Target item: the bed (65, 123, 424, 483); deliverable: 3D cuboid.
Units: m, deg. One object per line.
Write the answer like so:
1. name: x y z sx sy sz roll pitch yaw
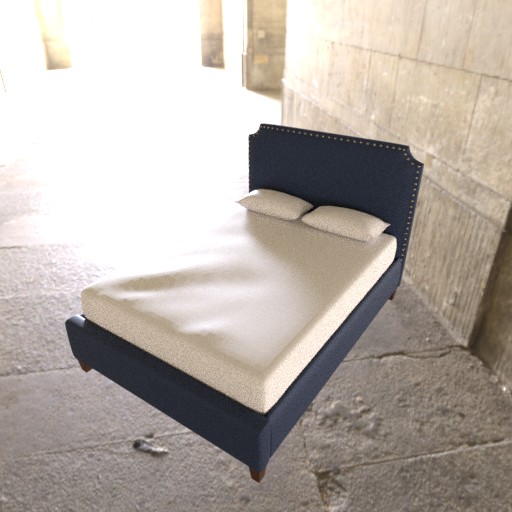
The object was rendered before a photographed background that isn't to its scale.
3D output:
1. bed: 0.000 0.000 3.444 1.712 1.443 2.372 19 34 30
